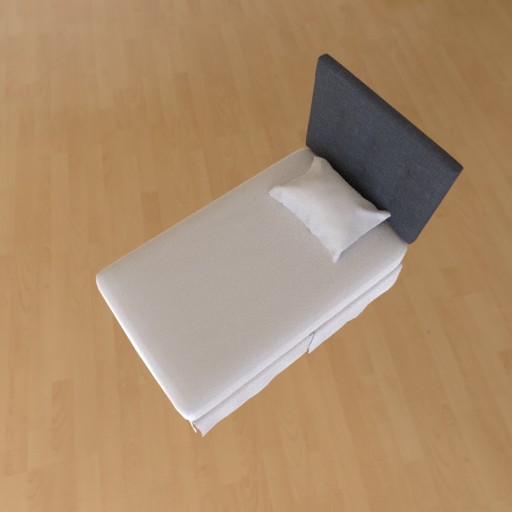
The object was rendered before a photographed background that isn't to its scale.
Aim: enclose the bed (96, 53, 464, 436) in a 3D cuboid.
[{"bbox_3d":[0.000,0.000,3.011,1.997,1.571,1.261,-34,68,-16],"label":"bed"}]
